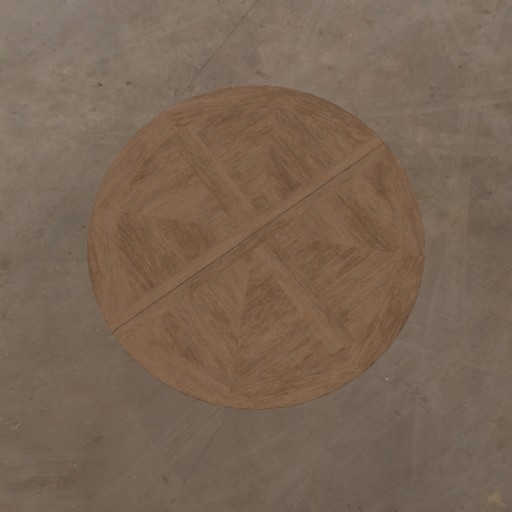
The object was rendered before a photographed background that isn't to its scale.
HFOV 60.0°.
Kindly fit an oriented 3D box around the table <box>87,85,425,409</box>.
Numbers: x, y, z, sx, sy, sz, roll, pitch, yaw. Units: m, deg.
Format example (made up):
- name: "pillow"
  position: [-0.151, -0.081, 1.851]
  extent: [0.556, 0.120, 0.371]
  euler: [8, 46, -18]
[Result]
- name: "table"
  position: [0.000, 0.000, 2.106]
  extent: [1.319, 0.762, 1.319]
  euler: [0, 76, 0]
